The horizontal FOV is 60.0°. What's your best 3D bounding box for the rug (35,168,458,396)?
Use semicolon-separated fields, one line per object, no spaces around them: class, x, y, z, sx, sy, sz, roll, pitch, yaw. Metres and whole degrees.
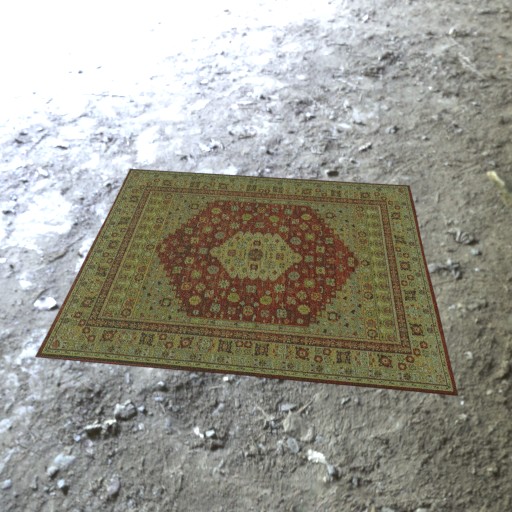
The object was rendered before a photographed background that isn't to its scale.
rug;0.000;0.000;3.994;3.053;0.013;2.387;4;46;4
